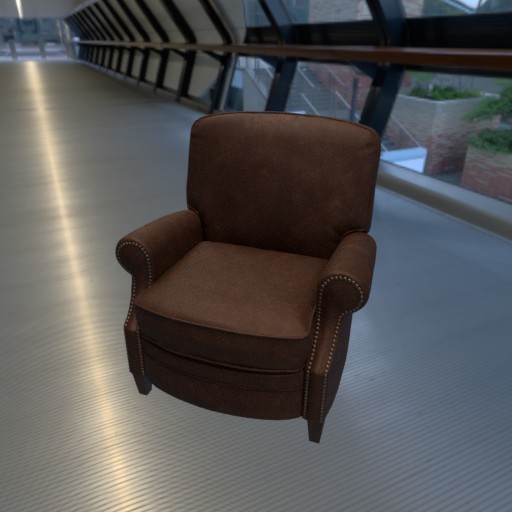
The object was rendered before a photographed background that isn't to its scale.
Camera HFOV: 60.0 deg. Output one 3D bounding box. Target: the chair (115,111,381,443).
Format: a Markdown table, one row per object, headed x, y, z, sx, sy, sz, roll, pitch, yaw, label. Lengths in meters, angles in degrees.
| x | y | z | sx | sy | sz | roll | pitch | yaw | label |
| --- | --- | --- | --- | --- | --- | --- | --- | --- | --- |
| 0.000 | 0.000 | 1.777 | 0.936 | 1.018 | 0.986 | 9 | 28 | 17 | chair |
